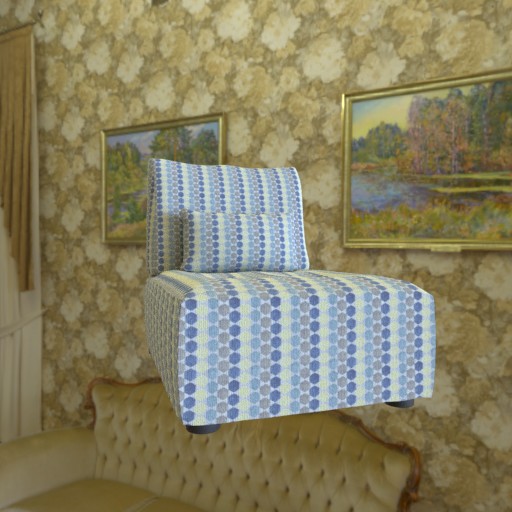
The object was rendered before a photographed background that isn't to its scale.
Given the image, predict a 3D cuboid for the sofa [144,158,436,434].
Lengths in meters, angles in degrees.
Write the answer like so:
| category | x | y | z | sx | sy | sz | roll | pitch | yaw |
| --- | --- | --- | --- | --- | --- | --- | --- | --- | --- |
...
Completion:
| category | x | y | z | sx | sy | sz | roll | pitch | yaw |
| --- | --- | --- | --- | --- | --- | --- | --- | --- | --- |
| sofa | 0.000 | 0.000 | 1.566 | 0.700 | 0.820 | 1.000 | 0 | 1 | -18 |
